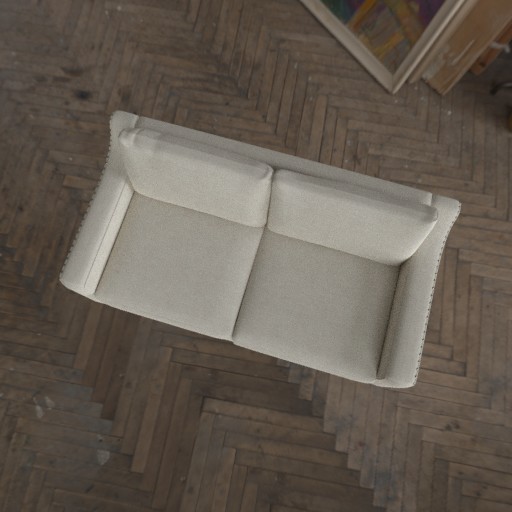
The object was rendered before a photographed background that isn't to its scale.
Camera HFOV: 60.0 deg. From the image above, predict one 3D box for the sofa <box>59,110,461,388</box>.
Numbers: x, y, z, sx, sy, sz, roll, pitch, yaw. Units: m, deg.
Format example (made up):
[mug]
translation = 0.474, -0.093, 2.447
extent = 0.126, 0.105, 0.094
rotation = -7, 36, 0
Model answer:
[sofa]
translation = 0.000, 0.000, 2.760
extent = 2.107, 0.983, 1.104
rotation = 16, 75, 4
